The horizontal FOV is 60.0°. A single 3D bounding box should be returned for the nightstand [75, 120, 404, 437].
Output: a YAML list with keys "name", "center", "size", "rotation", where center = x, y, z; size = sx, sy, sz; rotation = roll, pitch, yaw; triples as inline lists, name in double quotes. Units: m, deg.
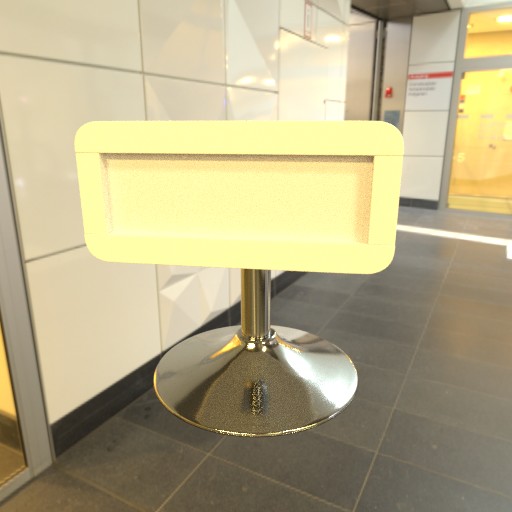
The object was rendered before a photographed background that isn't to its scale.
- name: "nightstand"
  center: [0.000, 0.000, 0.772]
  size: [0.399, 0.447, 0.404]
  rotation: [2, 17, 8]
